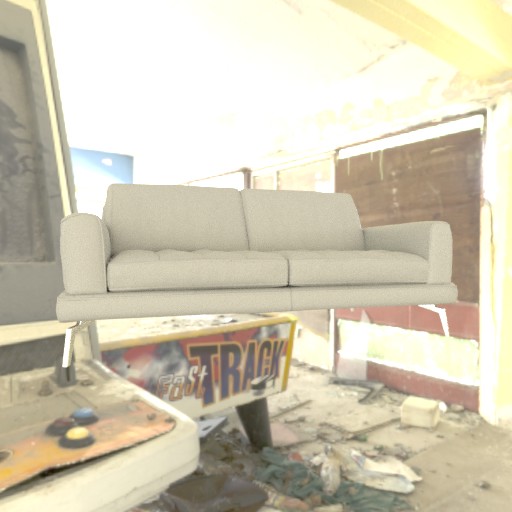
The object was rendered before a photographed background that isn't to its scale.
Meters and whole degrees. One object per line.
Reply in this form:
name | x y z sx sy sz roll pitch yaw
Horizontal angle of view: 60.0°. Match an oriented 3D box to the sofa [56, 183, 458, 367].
sofa | 0.000 0.000 2.738 2.177 0.930 1.121 0 1 -18
